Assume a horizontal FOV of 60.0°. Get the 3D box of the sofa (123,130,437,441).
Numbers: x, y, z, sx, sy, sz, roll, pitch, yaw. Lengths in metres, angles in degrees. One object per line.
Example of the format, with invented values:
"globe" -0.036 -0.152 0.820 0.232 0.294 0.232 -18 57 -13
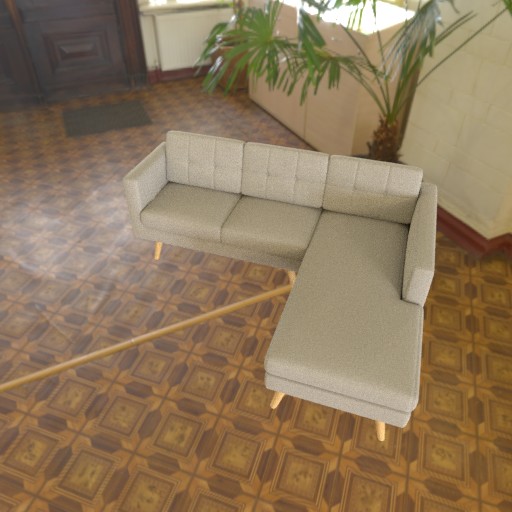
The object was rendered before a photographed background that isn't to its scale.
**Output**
"sofa" 0.000 0.000 2.782 2.040 0.860 1.530 12 42 14
